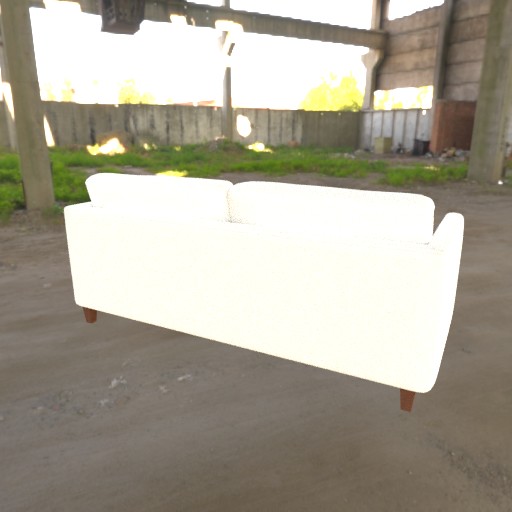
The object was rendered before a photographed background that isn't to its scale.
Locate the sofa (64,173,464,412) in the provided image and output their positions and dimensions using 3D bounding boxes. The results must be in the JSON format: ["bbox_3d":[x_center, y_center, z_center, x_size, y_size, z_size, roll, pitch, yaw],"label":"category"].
[{"bbox_3d":[0.000,0.000,2.594,2.139,0.933,0.924,8,18,27],"label":"sofa"}]
